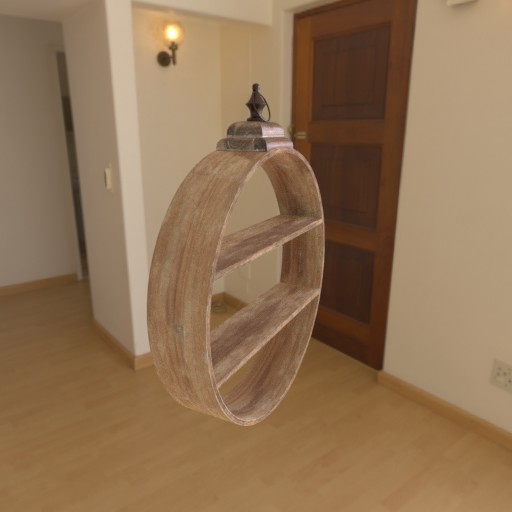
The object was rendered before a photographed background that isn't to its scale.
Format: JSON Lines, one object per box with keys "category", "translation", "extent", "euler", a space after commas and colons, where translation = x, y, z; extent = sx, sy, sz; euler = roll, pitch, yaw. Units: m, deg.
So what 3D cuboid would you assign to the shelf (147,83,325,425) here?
{"category": "shelf", "translation": [0.000, 0.000, 0.995], "extent": [0.125, 0.725, 0.601], "euler": [8, 18, 26]}
